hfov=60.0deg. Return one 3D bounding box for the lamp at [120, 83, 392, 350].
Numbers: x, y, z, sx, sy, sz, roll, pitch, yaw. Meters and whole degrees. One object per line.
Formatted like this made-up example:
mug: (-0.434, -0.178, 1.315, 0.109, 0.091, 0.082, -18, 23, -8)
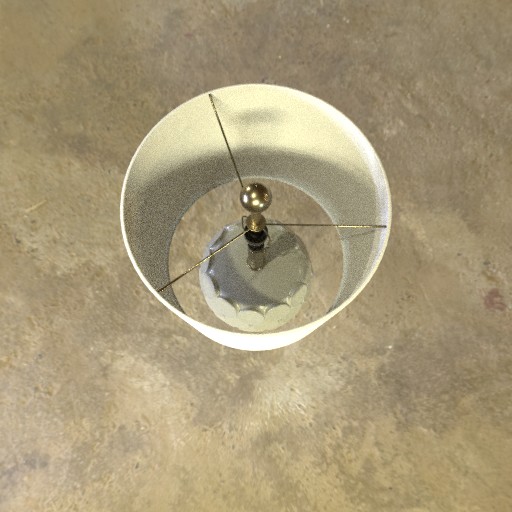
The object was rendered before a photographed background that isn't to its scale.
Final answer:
lamp: (0.000, 0.000, 0.612, 0.254, 0.452, 0.254, 0, 75, 0)
